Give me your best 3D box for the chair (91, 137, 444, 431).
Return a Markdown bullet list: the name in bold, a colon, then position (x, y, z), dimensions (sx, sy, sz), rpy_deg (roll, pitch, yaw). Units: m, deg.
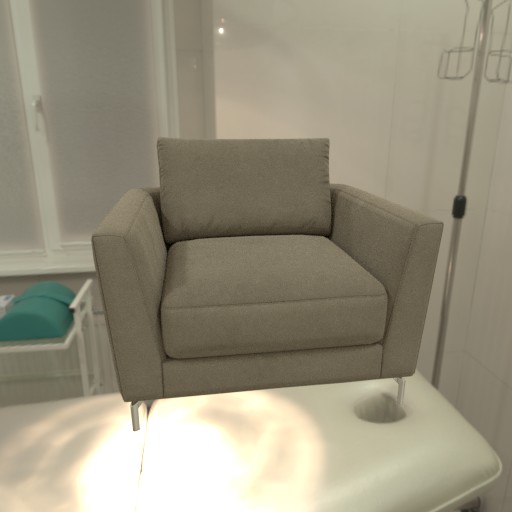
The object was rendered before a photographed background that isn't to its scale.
- **chair**: position (0.000, 0.000, 1.701), dimensions (1.041, 0.864, 0.889), rpy_deg (-3, 17, -8)
